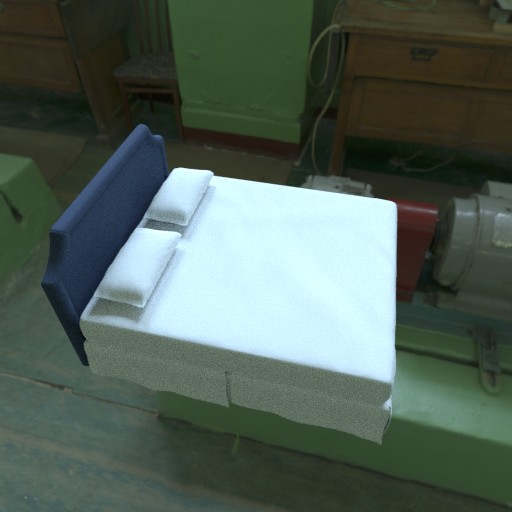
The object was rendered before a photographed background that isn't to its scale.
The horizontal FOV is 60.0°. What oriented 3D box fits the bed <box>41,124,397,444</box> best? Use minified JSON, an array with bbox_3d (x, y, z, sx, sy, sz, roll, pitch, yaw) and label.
[{"bbox_3d":[0.000,0.000,4.120,2.773,1.488,2.350,10,46,9],"label":"bed"}]
